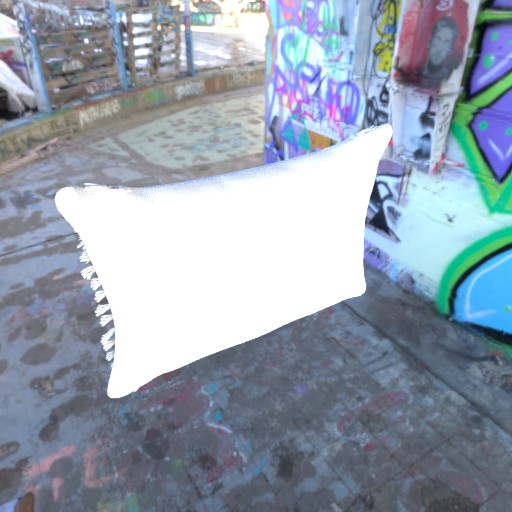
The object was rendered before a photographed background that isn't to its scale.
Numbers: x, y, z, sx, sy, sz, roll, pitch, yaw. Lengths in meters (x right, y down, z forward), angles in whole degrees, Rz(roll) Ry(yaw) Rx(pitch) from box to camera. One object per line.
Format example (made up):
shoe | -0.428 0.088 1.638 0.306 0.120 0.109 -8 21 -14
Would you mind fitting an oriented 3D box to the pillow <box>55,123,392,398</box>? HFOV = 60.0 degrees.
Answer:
pillow | 0.000 0.000 0.614 0.466 0.305 0.084 -18 36 -27
